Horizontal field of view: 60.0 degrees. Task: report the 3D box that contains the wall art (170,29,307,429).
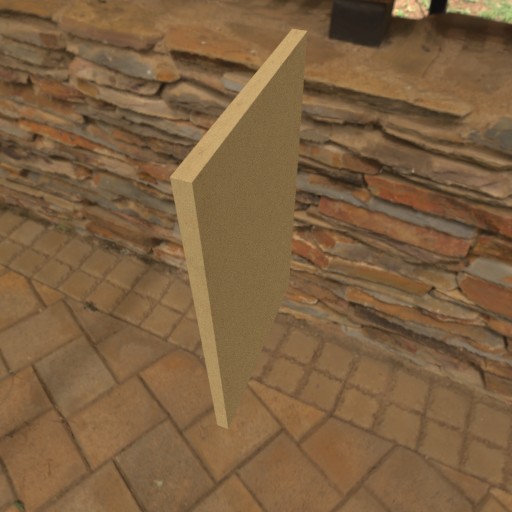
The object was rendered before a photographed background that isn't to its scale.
[{"bbox_3d":[0.000,0.000,1.018,0.039,0.810,0.510,16,50,14],"label":"wall art"}]
